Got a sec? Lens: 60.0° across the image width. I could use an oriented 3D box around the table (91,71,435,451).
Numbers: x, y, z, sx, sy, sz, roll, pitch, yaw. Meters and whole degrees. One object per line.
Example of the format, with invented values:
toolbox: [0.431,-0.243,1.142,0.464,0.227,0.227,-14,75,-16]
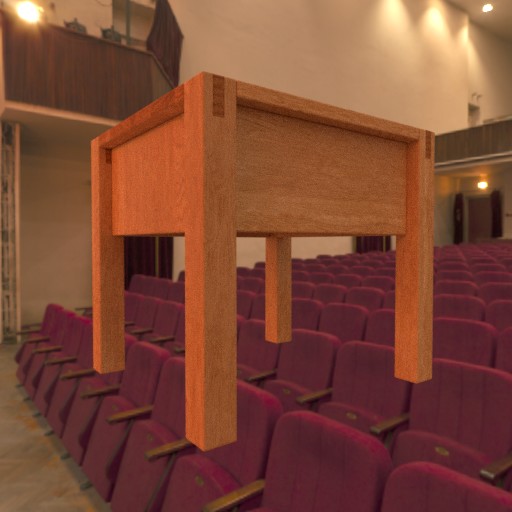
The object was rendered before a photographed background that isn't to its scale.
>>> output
table: [0.000,0.000,0.840,0.480,0.450,0.440,-1,2,-37]
